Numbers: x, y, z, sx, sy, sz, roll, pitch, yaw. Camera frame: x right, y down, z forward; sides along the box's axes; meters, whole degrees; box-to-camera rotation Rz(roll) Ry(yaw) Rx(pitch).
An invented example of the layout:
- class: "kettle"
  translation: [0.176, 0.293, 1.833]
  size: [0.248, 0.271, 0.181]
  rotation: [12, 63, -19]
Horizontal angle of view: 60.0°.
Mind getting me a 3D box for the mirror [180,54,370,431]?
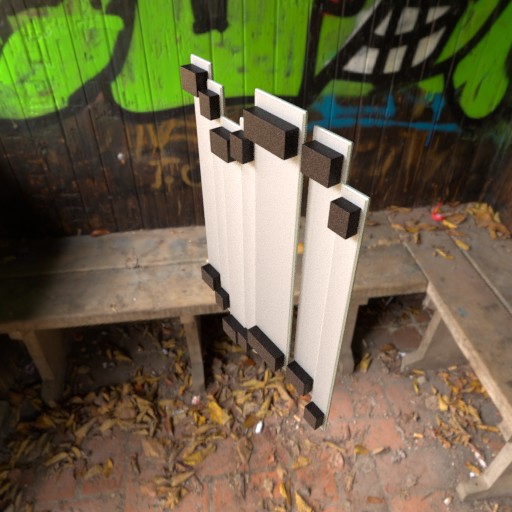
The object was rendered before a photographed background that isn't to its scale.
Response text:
- class: "mirror"
  translation: [0.000, 0.000, 0.814]
  size: [0.058, 0.611, 0.445]
  rotation: [-25, 46, -27]
